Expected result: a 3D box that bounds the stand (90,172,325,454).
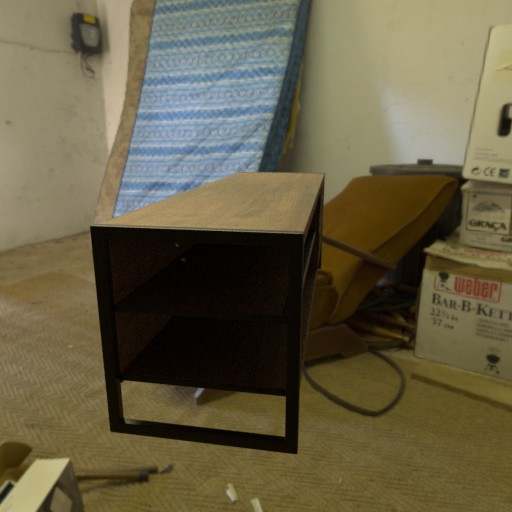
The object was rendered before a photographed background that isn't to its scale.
[{"bbox_3d":[0.000,0.000,1.666,0.454,0.506,1.480,3,15,10],"label":"stand"}]
